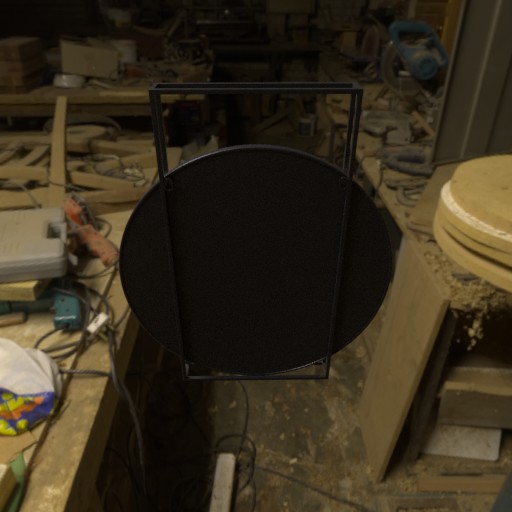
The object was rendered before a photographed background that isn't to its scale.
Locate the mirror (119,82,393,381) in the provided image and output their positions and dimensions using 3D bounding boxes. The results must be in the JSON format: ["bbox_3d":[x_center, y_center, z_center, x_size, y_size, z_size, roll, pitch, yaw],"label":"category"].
[{"bbox_3d":[0.000,0.000,0.827,0.508,0.603,0.051,0,32,-1],"label":"mirror"}]
